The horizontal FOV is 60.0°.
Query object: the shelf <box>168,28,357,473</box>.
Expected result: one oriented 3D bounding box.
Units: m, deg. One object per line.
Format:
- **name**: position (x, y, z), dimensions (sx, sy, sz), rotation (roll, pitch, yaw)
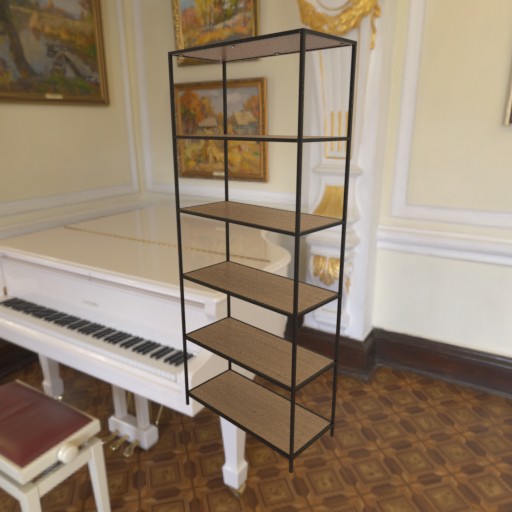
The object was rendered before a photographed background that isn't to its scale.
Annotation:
- **shelf**: position (0.000, 0.000, 2.144), dimensions (0.770, 1.850, 0.350), rotation (15, 22, 41)
